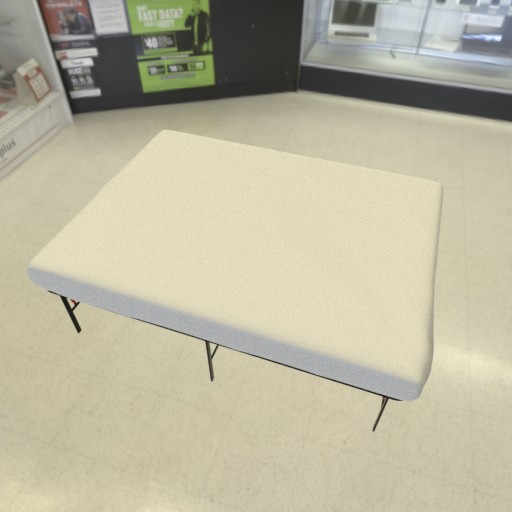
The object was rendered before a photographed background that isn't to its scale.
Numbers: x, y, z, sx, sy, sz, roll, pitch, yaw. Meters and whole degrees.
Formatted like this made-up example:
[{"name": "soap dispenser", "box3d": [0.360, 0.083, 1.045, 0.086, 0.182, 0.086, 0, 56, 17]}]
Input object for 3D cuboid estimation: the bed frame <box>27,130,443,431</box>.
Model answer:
[{"name": "bed frame", "box3d": [0.000, 0.000, 2.836, 2.151, 0.667, 1.584, 14, 47, 14]}]
